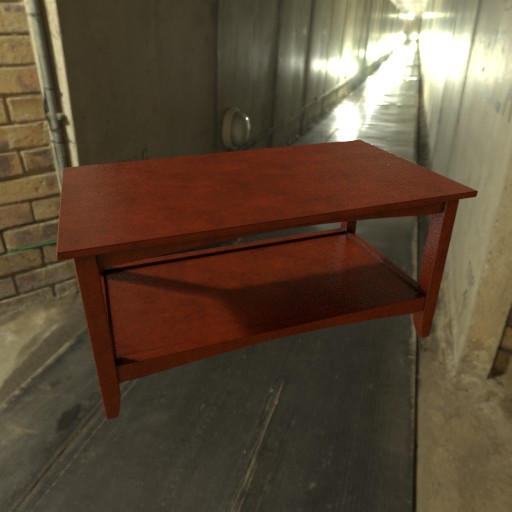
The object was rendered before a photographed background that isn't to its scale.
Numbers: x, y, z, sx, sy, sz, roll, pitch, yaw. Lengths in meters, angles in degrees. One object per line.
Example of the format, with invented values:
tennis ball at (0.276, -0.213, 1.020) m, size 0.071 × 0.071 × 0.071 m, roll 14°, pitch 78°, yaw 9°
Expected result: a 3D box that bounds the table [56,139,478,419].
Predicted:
table at (0.000, 0.000, 1.251) m, size 0.943 × 0.456 × 0.533 m, roll -10°, pitch 30°, yaw -17°
